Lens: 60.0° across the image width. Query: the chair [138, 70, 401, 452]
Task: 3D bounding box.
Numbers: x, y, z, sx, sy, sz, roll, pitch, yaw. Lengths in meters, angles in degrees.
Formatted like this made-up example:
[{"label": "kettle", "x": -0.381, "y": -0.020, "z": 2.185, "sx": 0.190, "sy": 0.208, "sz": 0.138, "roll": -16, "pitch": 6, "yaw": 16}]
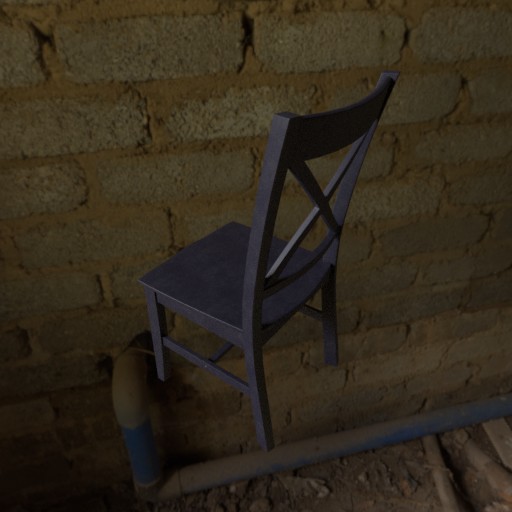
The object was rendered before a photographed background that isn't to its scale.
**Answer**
[{"label": "chair", "x": 0.000, "y": 0.000, "z": 1.278, "sx": 0.542, "sy": 0.983, "sz": 0.485, "roll": 22, "pitch": 39, "yaw": 30}]
